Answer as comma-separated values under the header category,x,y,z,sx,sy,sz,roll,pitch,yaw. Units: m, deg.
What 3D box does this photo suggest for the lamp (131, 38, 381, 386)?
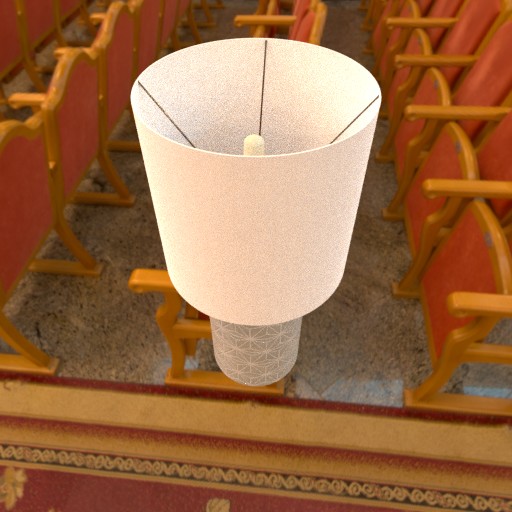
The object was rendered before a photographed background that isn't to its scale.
category,x,y,z,sx,sy,sz,roll,pitch,yaw
lamp,0.000,0.000,0.523,0.206,0.416,0.206,5,47,5
